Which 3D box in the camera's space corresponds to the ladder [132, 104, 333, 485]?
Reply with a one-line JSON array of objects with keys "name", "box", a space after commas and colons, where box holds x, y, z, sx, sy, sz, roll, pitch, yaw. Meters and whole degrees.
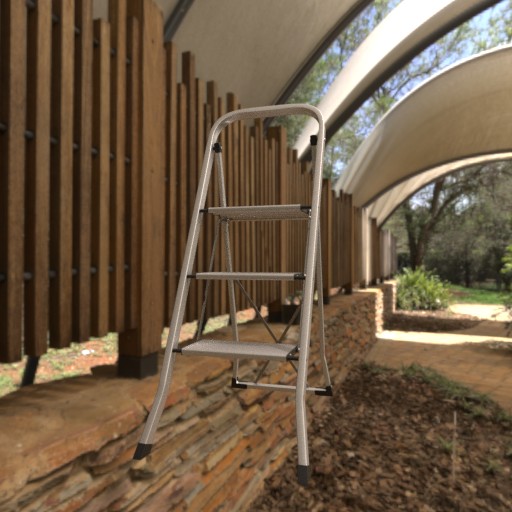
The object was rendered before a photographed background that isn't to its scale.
[{"name": "ladder", "box": [0.000, 0.000, 1.435, 0.465, 1.070, 0.704, 0, 0, 17]}]
